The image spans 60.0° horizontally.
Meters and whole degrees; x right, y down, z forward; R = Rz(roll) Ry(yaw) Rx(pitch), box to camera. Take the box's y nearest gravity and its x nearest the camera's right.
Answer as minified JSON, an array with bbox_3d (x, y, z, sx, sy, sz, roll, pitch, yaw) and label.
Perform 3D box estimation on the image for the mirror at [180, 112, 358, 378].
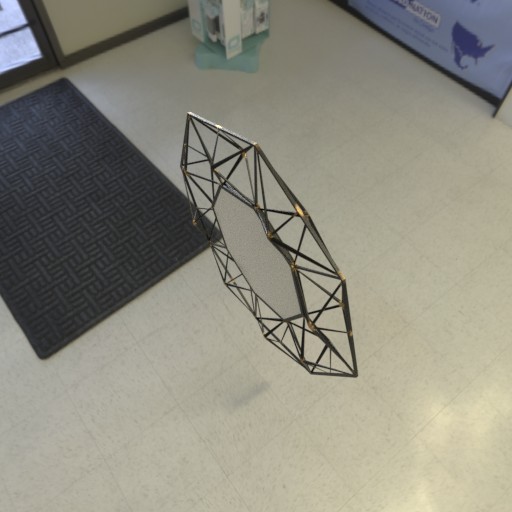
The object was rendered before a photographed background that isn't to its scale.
[{"bbox_3d":[0.000,0.000,1.053,0.094,0.710,0.710,-31,63,-18],"label":"mirror"}]
